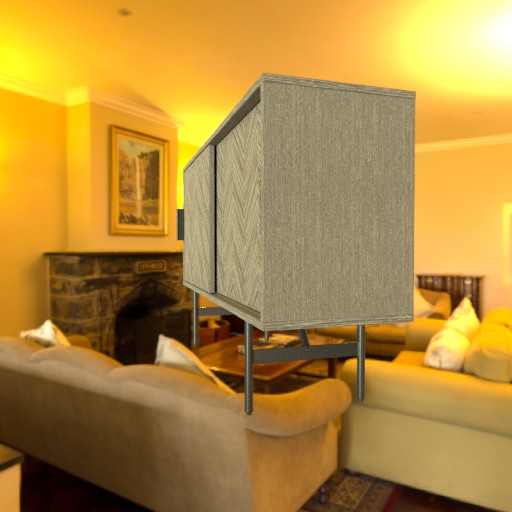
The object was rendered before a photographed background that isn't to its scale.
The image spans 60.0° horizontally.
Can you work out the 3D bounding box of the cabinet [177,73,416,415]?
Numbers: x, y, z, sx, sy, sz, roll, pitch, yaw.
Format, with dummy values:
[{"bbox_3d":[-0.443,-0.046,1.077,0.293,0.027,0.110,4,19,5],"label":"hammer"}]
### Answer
[{"bbox_3d":[0.000,0.000,1.546,0.405,0.787,1.194,0,1,-17],"label":"cabinet"}]
